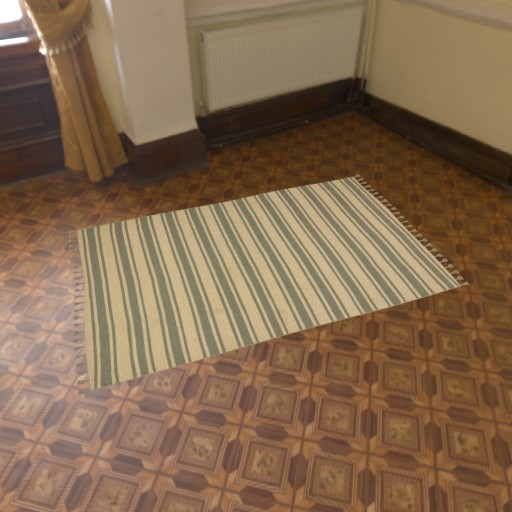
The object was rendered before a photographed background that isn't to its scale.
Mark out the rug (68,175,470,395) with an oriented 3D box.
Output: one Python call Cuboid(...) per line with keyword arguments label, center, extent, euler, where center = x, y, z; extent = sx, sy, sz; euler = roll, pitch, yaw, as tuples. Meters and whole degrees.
Cuboid(label="rug", center=(0.000, 0.000, 2.606), extent=(2.084, 0.009, 1.222), euler=(-13, 43, -14))
